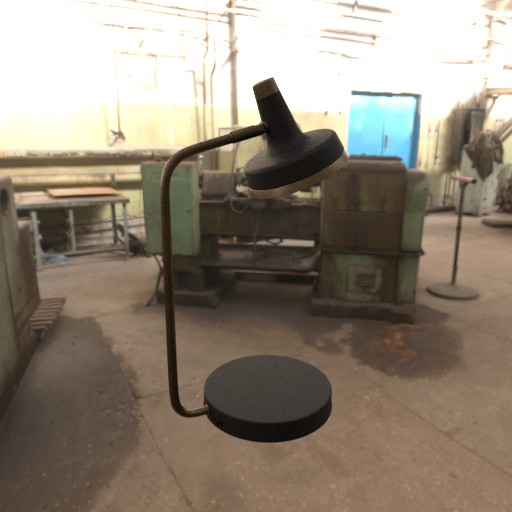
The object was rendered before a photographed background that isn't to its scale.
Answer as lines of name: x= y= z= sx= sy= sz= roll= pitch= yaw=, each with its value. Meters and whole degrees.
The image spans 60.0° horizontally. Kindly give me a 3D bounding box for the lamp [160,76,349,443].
lamp: x=0.000 y=0.000 z=0.506 sx=0.218 sy=0.385 sz=0.162 roll=-7 pitch=16 yaw=-26
